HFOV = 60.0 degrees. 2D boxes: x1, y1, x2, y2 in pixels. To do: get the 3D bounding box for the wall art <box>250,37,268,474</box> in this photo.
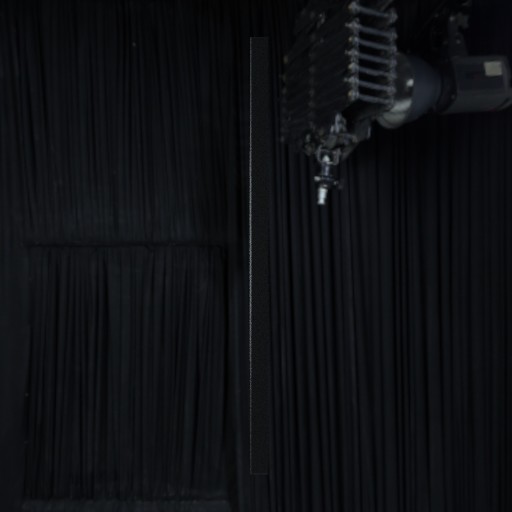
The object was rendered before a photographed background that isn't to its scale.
[{"bbox_3d":[0.000,0.000,1.173,0.031,0.775,0.773,0,0,-1],"label":"wall art"}]
